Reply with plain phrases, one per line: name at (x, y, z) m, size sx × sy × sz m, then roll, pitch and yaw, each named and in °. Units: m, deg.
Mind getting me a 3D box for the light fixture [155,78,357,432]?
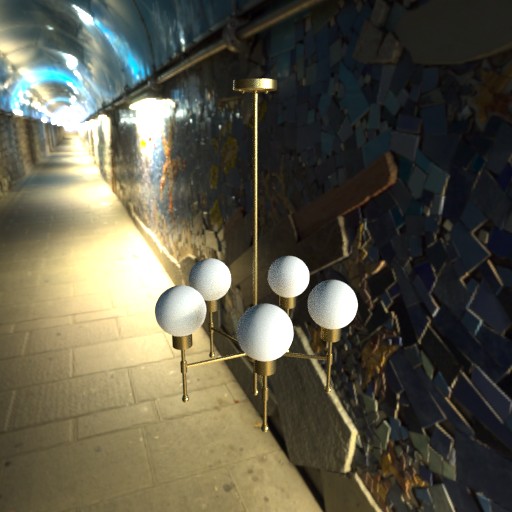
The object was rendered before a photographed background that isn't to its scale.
light fixture at (0.000, 0.000, 1.795) m, size 0.815 × 1.331 × 0.785 m, roll -2°, pitch 17°, yaw -6°
